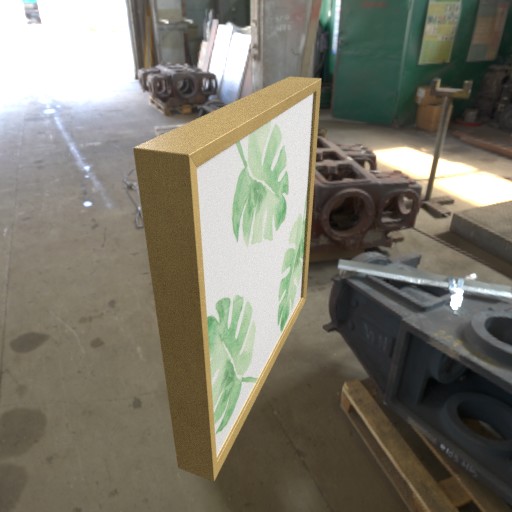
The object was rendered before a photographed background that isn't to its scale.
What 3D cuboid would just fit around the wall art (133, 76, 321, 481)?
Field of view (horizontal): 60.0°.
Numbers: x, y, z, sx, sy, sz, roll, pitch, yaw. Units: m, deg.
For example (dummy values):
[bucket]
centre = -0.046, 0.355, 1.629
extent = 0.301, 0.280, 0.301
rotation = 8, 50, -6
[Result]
[wall art]
centre = 0.000, 0.000, 0.457
extent = 0.038, 0.305, 0.305
rotation = 11, 32, 19
